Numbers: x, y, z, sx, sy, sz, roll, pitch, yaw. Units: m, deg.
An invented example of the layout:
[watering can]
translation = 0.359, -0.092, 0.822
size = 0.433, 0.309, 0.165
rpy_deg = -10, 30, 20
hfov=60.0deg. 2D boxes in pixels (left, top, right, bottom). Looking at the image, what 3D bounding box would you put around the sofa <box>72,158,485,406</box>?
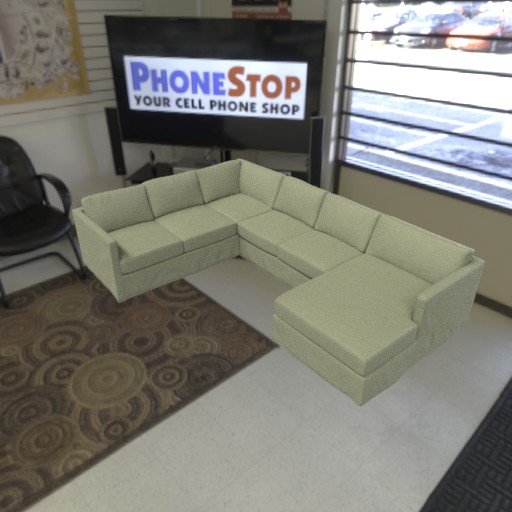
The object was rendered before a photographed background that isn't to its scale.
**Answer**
[sofa]
translation = 0.000, 0.000, 4.479
size = 2.427, 0.882, 3.460
rpy_deg = -22, 37, -33
